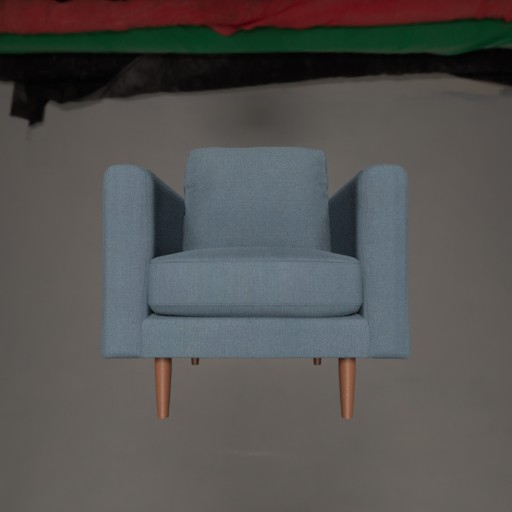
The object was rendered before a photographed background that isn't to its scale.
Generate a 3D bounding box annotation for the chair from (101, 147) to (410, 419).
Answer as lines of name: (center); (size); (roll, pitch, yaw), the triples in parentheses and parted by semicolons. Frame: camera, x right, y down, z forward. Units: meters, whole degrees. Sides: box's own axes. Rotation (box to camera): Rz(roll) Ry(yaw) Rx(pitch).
chair: (0.000, 0.000, 1.583); (0.855, 0.922, 0.820); (0, -1, 0)
